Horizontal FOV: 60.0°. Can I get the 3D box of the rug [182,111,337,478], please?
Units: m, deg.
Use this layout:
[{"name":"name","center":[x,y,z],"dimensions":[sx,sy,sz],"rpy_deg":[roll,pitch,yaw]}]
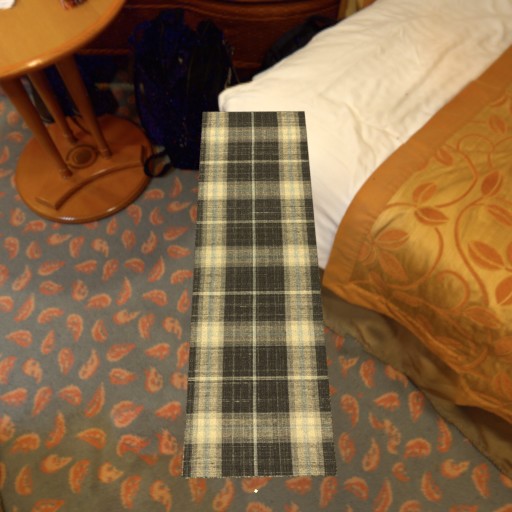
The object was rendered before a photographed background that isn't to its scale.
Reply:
[{"name":"rug","center":[0.000,0.000,2.724],"dimensions":[0.760,0.012,2.434],"rpy_deg":[-1,62,0]}]
